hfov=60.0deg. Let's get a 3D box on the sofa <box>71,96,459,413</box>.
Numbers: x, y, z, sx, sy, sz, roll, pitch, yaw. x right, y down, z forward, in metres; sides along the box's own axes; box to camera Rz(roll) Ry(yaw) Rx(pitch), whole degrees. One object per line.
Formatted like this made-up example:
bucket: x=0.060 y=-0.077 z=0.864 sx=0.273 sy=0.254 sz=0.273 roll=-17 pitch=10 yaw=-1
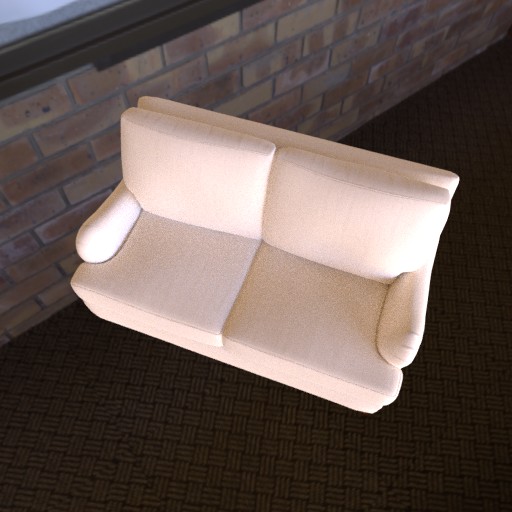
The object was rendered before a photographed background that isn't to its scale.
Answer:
sofa: x=0.000 y=0.000 z=2.497 sx=1.853 sy=1.101 sz=1.084 roll=17 pitch=60 yaw=10
